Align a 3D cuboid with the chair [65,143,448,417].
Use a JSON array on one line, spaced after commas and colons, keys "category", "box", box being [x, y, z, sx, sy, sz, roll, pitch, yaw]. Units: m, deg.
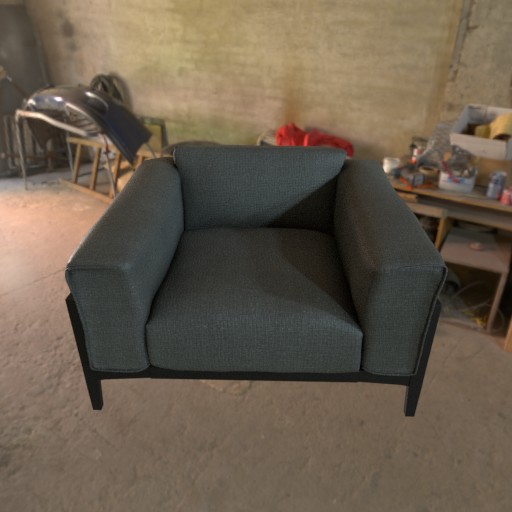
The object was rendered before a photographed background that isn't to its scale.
[{"category": "chair", "box": [0.000, 0.000, 1.664, 1.056, 0.646, 0.969, 1, 29, 1]}]
